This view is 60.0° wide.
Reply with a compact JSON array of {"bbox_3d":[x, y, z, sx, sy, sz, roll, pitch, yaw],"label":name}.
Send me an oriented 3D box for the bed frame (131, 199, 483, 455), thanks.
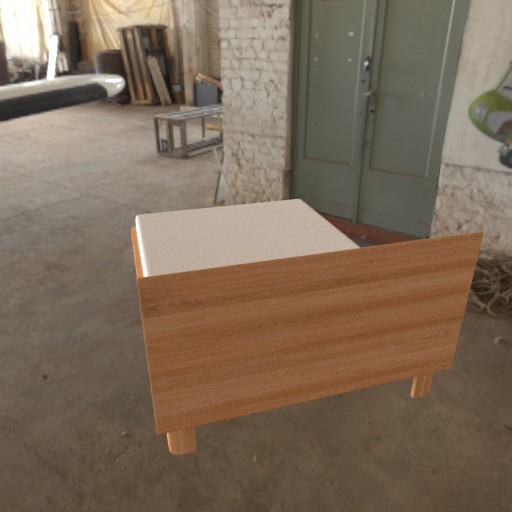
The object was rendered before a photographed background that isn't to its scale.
[{"bbox_3d":[0.000,0.000,2.800,1.472,0.940,1.992,-7,27,-15],"label":"bed frame"}]
